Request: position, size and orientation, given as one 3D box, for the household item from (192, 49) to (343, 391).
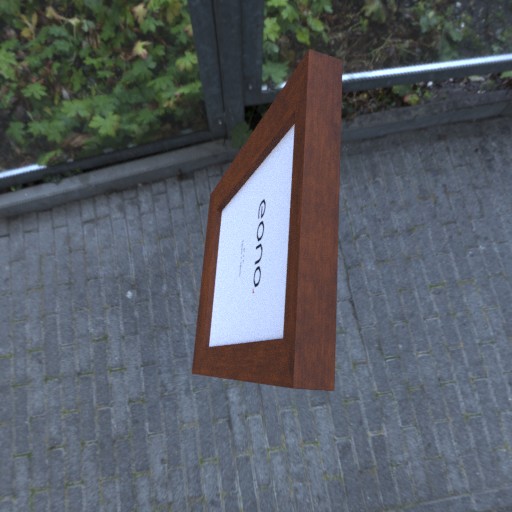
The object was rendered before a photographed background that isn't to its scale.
[{"bbox_3d":[0.000,0.000,0.296,0.096,0.204,0.160,4,75,1],"label":"household item"}]
